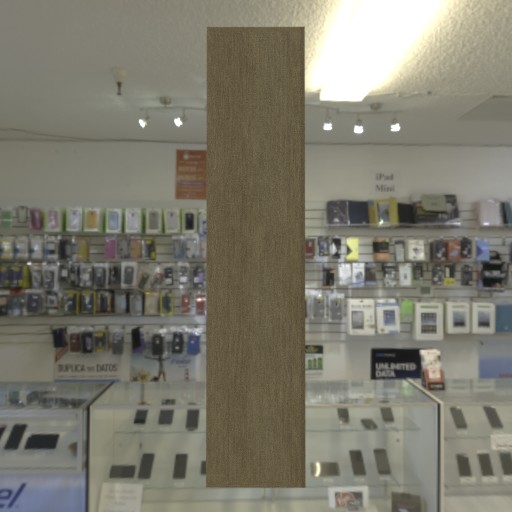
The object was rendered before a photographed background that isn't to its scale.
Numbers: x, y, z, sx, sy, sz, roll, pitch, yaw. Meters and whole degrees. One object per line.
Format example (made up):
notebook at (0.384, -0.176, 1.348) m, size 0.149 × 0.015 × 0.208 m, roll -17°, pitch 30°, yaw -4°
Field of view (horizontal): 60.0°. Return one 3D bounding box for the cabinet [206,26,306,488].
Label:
cabinet at (0.000, 0.000, 1.481) m, size 0.300 × 1.400 × 0.270 m, roll 0°, pitch -1°, yaw 0°
